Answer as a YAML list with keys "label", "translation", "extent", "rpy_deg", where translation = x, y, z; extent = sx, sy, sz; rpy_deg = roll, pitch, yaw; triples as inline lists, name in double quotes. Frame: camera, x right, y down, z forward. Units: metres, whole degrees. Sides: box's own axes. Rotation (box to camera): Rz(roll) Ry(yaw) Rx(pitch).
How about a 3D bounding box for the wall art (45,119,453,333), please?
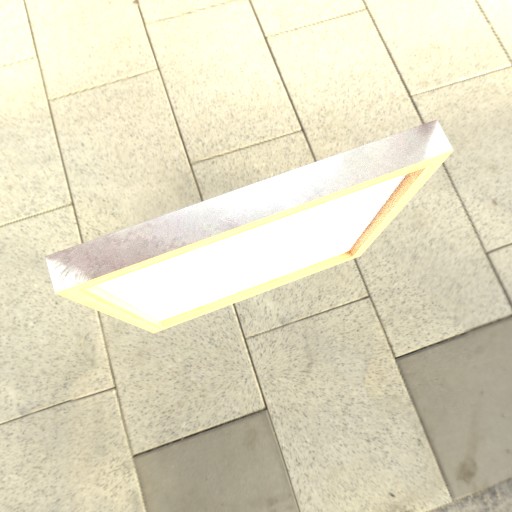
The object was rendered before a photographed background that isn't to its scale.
- label: "wall art"
  translation: [0.000, 0.000, 0.465]
  extent: [0.303, 0.303, 0.028]
  rpy_deg: [-20, 76, -5]
